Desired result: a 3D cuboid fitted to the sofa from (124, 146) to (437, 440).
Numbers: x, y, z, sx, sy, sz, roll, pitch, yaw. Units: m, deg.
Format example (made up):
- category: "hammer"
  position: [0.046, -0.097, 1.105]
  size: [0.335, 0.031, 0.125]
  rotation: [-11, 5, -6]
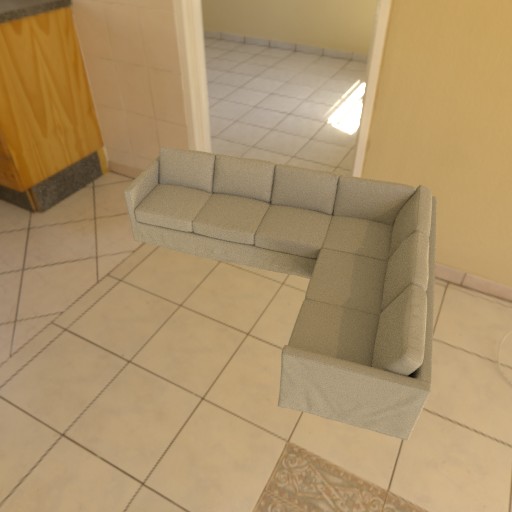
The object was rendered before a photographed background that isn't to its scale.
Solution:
- category: "sofa"
  position: [0.000, 0.000, 4.266]
  size: [3.182, 0.871, 2.432]
  rotation: [12, 42, 14]
